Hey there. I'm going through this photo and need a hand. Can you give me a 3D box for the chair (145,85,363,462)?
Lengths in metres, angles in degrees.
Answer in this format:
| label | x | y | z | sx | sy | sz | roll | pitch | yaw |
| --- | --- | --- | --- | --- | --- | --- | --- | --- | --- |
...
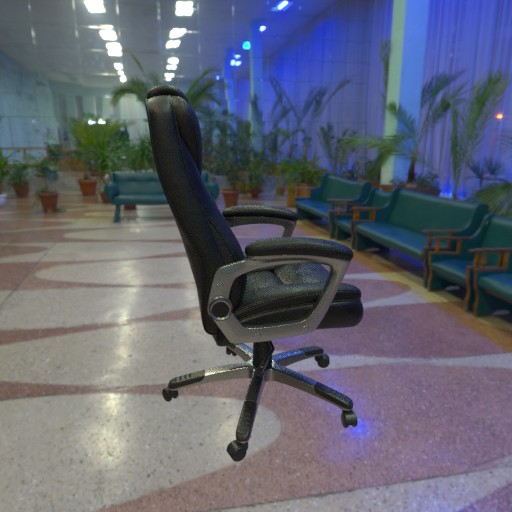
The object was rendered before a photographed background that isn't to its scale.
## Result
| label | x | y | z | sx | sy | sz | roll | pitch | yaw |
| --- | --- | --- | --- | --- | --- | --- | --- | --- | --- |
| chair | 0.000 | 0.000 | 1.520 | 0.689 | 1.075 | 0.697 | -3 | 16 | -10 |
